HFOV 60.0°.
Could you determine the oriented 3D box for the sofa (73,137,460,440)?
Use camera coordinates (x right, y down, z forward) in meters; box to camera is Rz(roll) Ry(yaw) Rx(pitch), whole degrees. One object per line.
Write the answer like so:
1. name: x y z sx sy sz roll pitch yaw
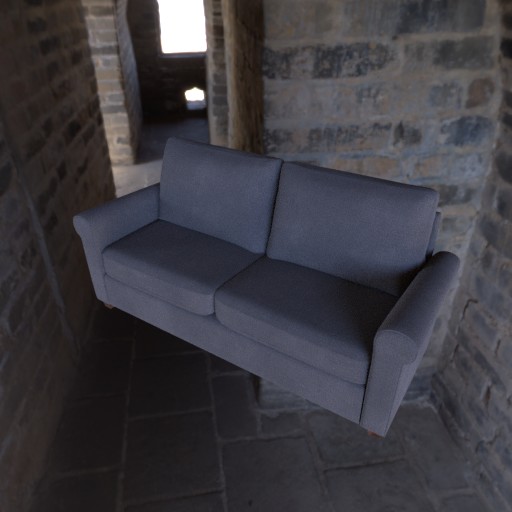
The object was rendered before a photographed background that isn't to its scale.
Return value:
1. sofa: 0.000 0.000 2.402 1.935 0.942 0.842 18 35 28
